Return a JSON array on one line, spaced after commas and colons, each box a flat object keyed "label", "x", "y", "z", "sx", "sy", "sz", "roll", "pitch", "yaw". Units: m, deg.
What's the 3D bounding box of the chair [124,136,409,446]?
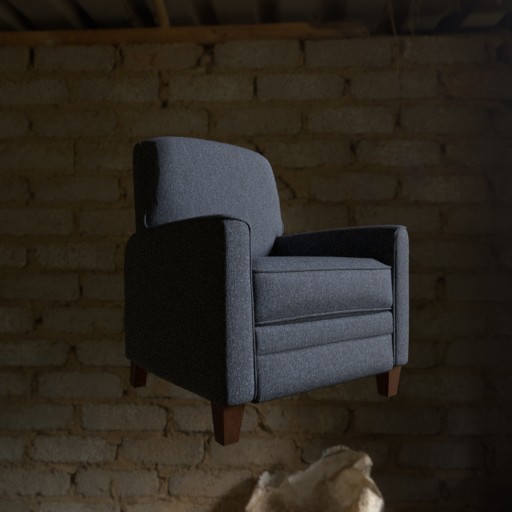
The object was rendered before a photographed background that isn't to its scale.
[{"label": "chair", "x": 0.000, "y": 0.000, "z": 1.692, "sx": 0.839, "sy": 1.016, "sz": 0.850, "roll": 0, "pitch": 0, "yaw": -36}]
